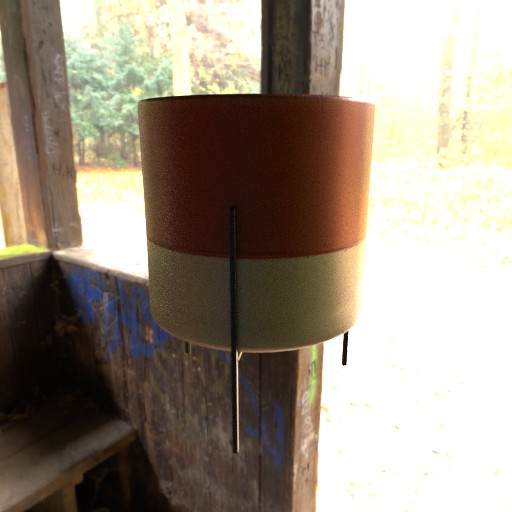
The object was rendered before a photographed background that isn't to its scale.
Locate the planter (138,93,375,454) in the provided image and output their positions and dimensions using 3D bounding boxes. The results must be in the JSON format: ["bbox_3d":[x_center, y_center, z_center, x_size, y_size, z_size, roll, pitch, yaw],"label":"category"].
[{"bbox_3d":[0.000,0.000,0.712,0.345,0.465,0.354,3,16,9],"label":"planter"}]
